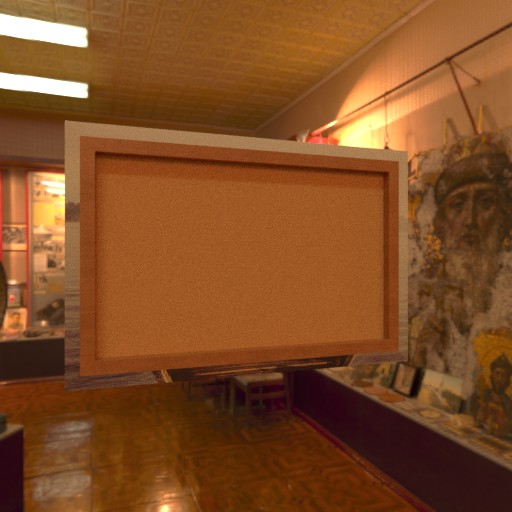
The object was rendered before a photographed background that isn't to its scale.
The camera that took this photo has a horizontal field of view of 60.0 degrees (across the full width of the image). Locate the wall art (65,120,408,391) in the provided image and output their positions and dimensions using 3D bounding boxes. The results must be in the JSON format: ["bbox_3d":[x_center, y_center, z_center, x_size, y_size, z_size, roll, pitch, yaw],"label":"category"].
[{"bbox_3d":[0.000,0.000,1.155,0.916,0.609,0.037,0,0,-19],"label":"wall art"}]
